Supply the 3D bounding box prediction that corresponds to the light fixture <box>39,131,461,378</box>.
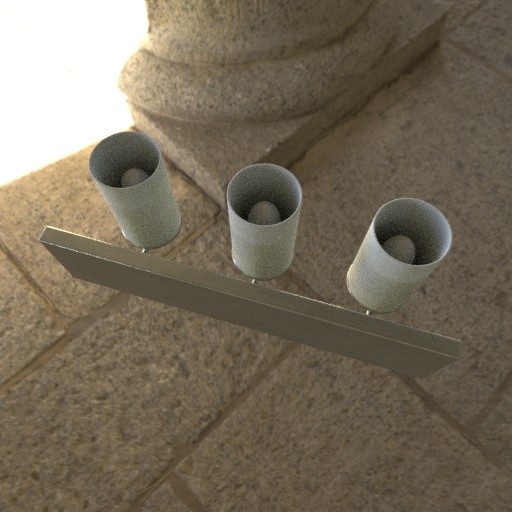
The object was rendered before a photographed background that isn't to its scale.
[{"bbox_3d":[0.000,0.000,0.527,0.451,0.172,0.145,15,65,7],"label":"light fixture"}]
